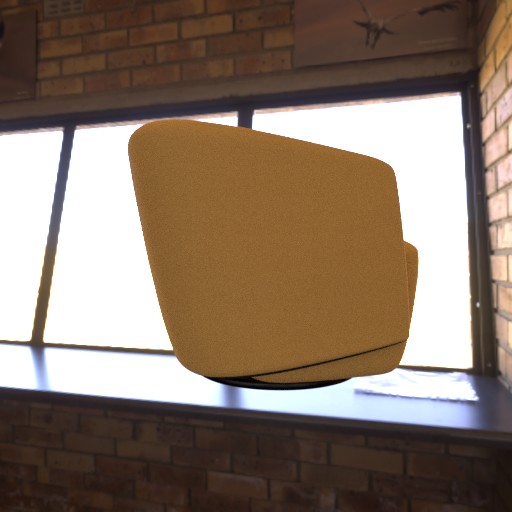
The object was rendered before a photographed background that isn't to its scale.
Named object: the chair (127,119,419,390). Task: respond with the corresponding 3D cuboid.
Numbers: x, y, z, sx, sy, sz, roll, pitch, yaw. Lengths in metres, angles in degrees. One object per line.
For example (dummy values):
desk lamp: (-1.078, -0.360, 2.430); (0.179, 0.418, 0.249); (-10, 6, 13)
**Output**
chair: (0.000, 0.000, 1.374); (0.767, 0.698, 0.773); (0, 0, -16)
